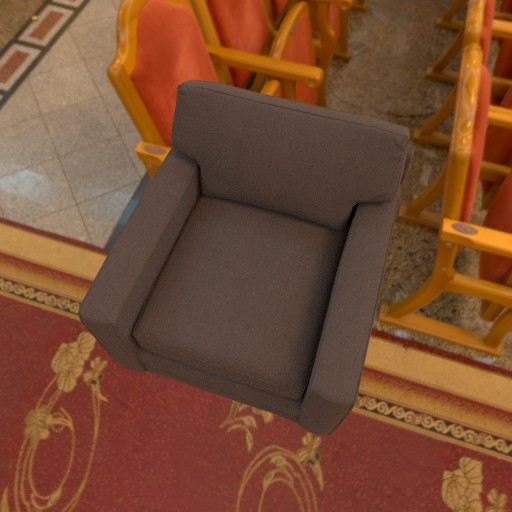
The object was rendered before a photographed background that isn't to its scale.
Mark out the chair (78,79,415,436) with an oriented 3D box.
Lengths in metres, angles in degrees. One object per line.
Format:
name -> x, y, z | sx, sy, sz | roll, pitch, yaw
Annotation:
chair -> 0.000, 0.000, 1.823 | 0.997, 0.913, 1.043 | 16, 61, 9
